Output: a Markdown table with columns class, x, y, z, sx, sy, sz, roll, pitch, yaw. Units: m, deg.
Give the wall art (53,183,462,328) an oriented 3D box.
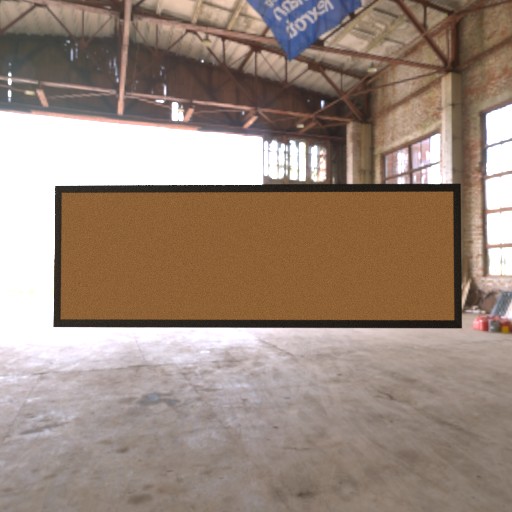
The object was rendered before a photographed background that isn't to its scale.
| class | x | y | z | sx | sy | sz | roll | pitch | yaw |
| --- | --- | --- | --- | --- | --- | --- | --- | --- | --- |
| wall art | 0.000 | 0.000 | 0.953 | 0.860 | 0.303 | 0.037 | 0 | -1 | 1 |
